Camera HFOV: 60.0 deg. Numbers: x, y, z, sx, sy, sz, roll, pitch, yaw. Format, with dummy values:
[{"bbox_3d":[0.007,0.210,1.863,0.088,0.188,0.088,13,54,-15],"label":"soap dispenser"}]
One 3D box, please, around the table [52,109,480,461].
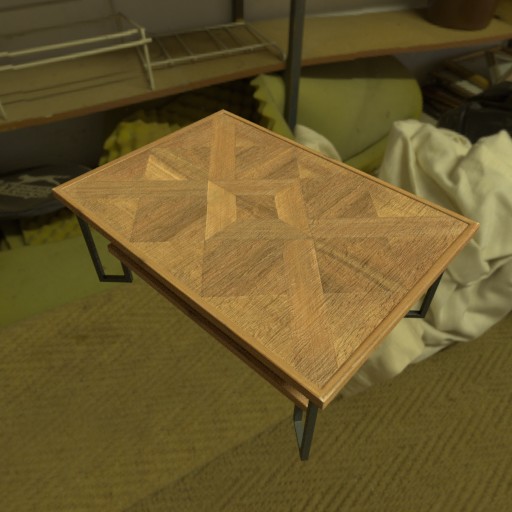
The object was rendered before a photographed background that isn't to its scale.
[{"bbox_3d":[0.000,0.000,1.722,1.238,0.492,0.877,33,53,29],"label":"table"}]
